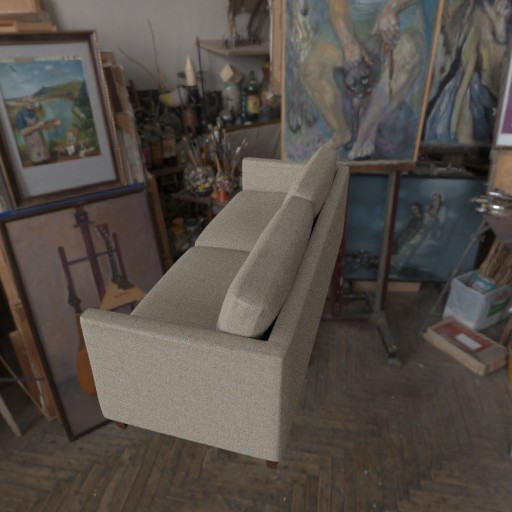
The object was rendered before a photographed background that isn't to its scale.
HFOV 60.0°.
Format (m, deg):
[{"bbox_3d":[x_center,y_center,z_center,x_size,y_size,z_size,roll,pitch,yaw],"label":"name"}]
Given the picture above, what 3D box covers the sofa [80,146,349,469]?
[{"bbox_3d":[0.000,0.000,2.940,0.951,0.965,2.434,8,31,14],"label":"sofa"}]
